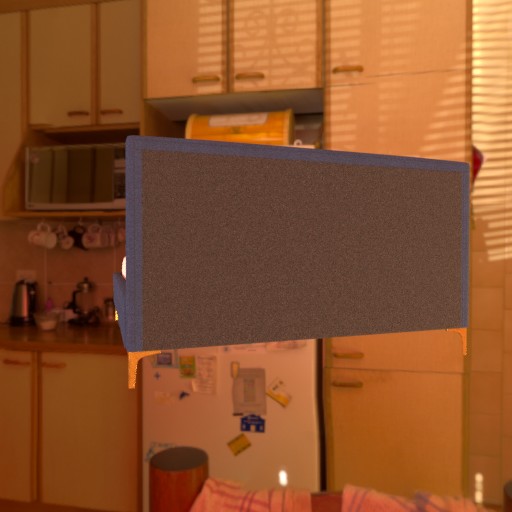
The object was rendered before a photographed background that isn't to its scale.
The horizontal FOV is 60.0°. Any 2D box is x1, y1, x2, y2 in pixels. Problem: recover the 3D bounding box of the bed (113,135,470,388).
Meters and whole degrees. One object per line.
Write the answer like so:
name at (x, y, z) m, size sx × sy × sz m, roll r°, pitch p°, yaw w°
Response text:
bed at (0.000, 0.000, 3.492) m, size 2.096 × 1.231 × 2.232 m, roll 0°, pitch 1°, yaw -19°
